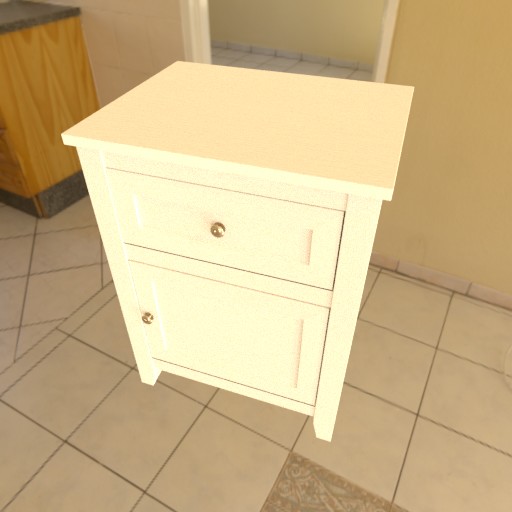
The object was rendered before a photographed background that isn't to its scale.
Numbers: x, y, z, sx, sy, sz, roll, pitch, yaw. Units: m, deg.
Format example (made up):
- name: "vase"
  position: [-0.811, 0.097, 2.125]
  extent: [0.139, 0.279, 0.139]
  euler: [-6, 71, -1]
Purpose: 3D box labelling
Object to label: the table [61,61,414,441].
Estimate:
- name: "table"
  position: [0.000, 0.000, 0.934]
  extent: [0.480, 0.635, 0.381]
  euler: [12, 41, 14]
